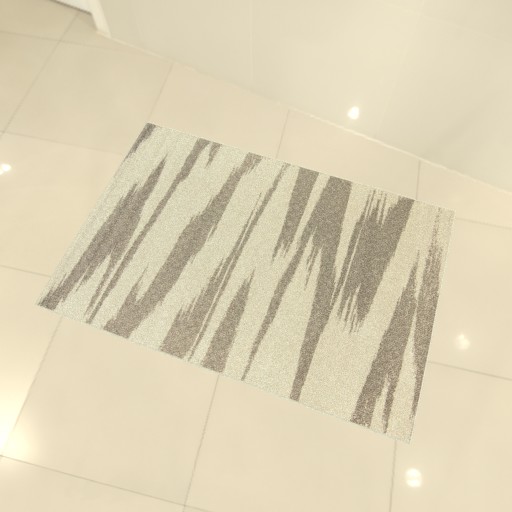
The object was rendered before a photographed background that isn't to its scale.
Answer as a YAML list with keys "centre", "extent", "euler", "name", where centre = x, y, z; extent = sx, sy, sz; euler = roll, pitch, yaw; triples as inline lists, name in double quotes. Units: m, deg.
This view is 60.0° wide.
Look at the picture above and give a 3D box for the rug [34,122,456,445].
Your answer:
- centre: [0.000, 0.000, 2.242]
  extent: [1.827, 0.008, 1.225]
  euler: [18, 65, 9]
  name: "rug"
